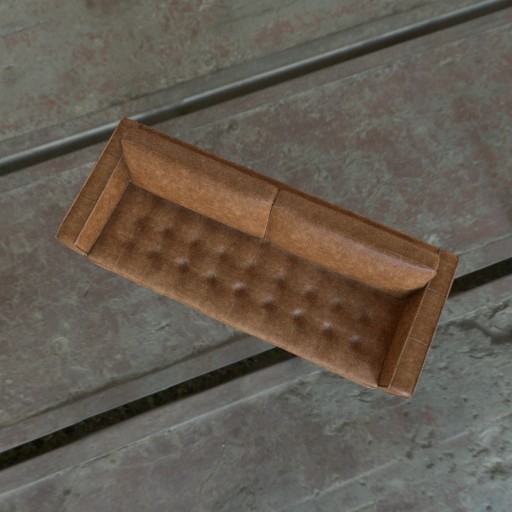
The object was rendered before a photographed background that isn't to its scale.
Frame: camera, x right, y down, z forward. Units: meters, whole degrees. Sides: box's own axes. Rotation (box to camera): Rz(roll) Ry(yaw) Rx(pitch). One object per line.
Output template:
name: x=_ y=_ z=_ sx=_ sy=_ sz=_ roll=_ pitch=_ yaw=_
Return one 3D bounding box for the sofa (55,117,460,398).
sofa: x=0.000 y=0.000 z=2.708 sx=2.199 sy=0.779 sz=0.886 roll=24 pitch=78 yaw=5
